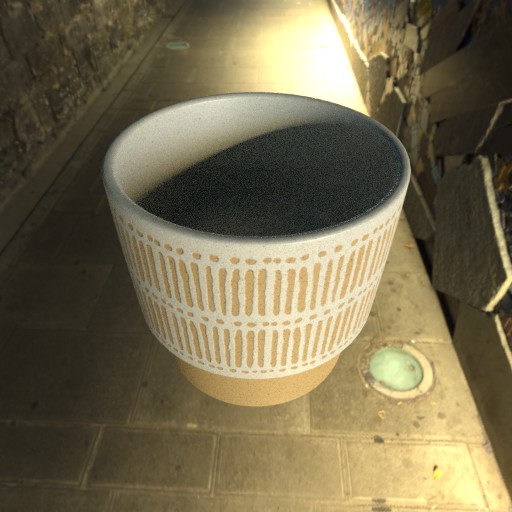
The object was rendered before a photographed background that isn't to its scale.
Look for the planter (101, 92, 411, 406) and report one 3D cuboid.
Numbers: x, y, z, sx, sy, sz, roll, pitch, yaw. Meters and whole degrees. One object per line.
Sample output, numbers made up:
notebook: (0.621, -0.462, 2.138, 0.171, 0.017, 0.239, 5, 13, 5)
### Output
planter: (0.000, 0.000, 0.566, 0.317, 0.303, 0.317, 0, 41, 0)
